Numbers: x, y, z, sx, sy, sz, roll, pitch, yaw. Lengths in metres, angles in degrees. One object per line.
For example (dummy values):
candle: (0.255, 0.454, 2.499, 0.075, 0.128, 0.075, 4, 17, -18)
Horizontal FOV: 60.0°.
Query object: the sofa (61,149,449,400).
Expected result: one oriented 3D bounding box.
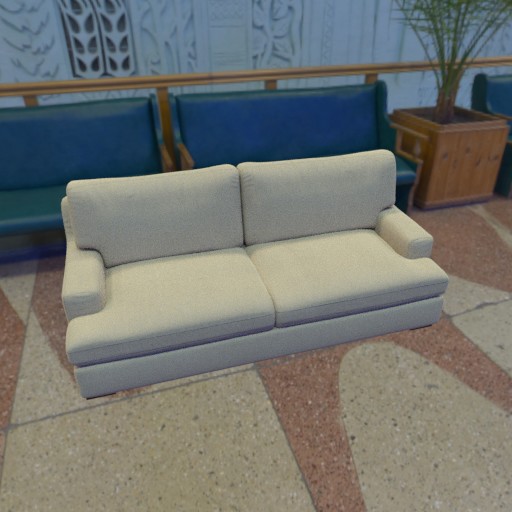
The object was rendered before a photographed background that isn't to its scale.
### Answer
sofa: (0.000, 0.000, 2.641, 2.147, 0.925, 0.929, -9, 33, -14)
